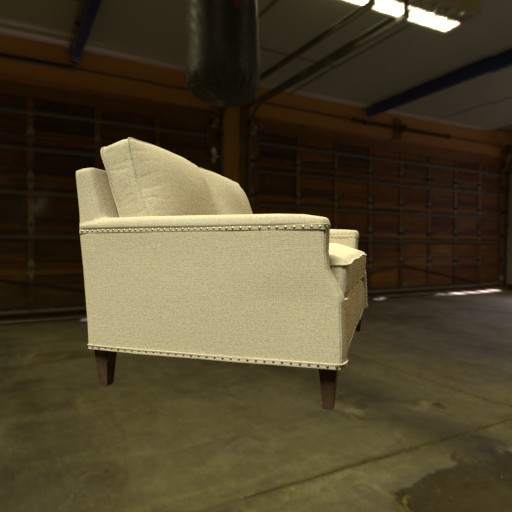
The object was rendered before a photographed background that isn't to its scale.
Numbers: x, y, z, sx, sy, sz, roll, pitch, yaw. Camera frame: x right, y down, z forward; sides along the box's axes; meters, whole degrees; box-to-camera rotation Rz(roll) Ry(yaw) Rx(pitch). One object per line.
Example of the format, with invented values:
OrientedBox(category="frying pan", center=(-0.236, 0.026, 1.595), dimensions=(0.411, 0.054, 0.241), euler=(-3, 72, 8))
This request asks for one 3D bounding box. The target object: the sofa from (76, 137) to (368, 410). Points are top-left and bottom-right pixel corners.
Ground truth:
OrientedBox(category="sofa", center=(0.000, 0.000, 2.332), dimensions=(1.084, 1.003, 1.597), euler=(0, 1, 17))
